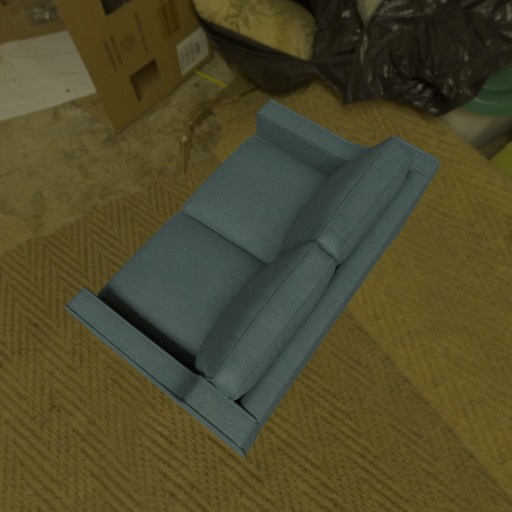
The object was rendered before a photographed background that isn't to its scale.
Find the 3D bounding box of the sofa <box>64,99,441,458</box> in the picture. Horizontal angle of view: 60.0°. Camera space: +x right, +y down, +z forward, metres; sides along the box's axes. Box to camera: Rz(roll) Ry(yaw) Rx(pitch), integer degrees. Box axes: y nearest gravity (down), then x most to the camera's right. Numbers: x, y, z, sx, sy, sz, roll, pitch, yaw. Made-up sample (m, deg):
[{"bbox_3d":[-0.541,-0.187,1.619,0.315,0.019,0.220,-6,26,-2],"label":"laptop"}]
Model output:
[{"bbox_3d":[0.000,0.000,2.167,0.987,0.971,1.501,34,68,16],"label":"sofa"}]
